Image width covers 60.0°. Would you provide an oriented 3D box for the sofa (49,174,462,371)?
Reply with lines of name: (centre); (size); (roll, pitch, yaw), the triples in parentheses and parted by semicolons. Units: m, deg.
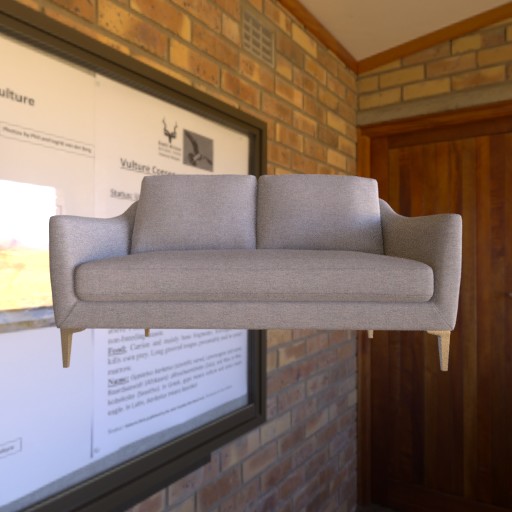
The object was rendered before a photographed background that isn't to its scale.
sofa: (0.000, 0.000, 2.177); (1.619, 0.904, 0.960); (0, -1, 2)
